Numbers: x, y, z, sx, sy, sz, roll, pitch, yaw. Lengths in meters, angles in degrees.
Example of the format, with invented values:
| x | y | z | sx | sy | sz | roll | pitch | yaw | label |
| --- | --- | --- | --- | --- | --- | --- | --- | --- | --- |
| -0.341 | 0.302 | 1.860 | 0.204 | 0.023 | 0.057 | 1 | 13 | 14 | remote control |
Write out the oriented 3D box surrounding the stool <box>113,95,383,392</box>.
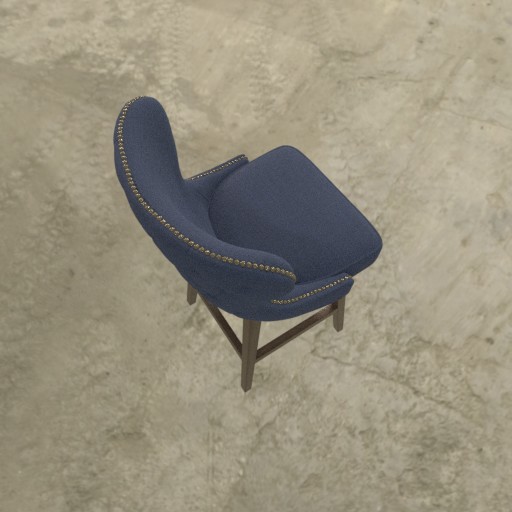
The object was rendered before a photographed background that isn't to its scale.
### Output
| x | y | z | sx | sy | sz | roll | pitch | yaw | label |
| --- | --- | --- | --- | --- | --- | --- | --- | --- | --- |
| 0.000 | 0.000 | 1.366 | 0.597 | 0.972 | 0.615 | -29 | 63 | -17 | stool |
